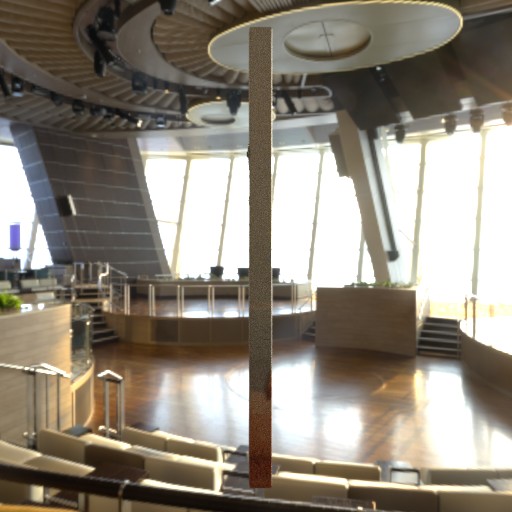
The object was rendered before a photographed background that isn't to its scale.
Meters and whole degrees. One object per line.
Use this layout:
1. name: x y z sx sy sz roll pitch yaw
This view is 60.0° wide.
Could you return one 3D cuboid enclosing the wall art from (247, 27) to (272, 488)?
1. wall art: 0.000 0.000 0.883 0.034 0.605 0.605 0 1 -1
